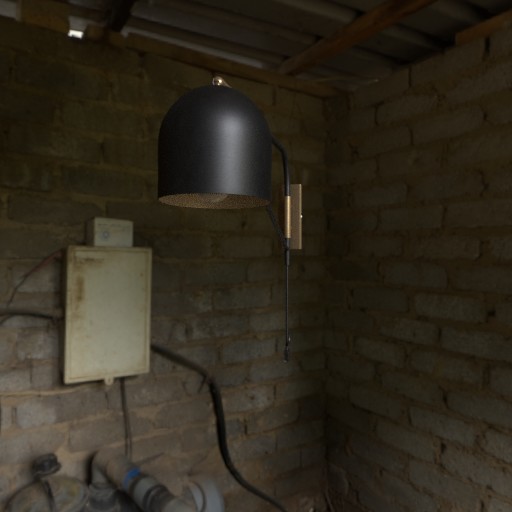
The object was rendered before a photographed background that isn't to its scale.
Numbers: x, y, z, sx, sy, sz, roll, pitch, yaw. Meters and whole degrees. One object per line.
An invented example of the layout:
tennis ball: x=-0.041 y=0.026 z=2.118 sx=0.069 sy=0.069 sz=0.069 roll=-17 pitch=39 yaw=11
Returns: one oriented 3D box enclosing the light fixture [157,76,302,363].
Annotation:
light fixture: x=0.000 y=0.000 z=1.084 sx=0.215 sy=0.696 sz=0.720 roll=0 pitch=1 yaw=18
